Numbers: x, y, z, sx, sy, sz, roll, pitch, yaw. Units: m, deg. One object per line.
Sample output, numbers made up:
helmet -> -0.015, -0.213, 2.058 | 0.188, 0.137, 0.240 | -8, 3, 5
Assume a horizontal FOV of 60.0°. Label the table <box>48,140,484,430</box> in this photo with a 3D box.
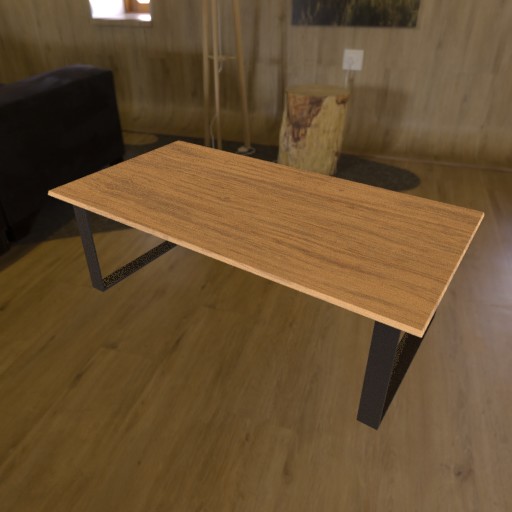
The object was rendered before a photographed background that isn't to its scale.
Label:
table -> 0.000, 0.000, 1.631 | 1.331, 0.445, 0.693 | 20, 37, 28
